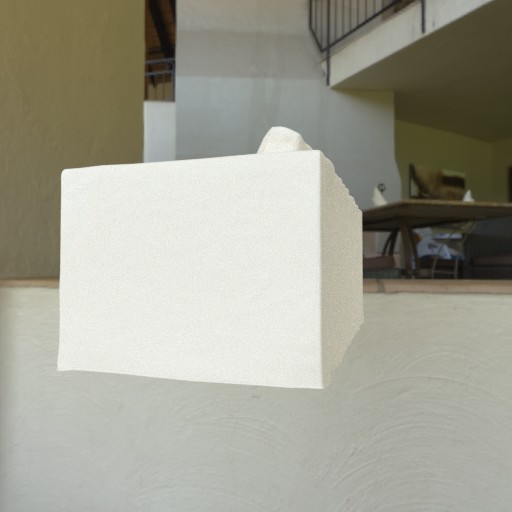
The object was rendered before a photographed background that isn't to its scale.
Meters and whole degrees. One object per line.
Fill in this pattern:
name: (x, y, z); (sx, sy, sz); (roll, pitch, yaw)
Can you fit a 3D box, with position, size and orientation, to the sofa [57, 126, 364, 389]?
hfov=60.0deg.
sofa: (0.000, 0.000, 2.247); (0.962, 0.834, 1.746); (0, -1, 17)
